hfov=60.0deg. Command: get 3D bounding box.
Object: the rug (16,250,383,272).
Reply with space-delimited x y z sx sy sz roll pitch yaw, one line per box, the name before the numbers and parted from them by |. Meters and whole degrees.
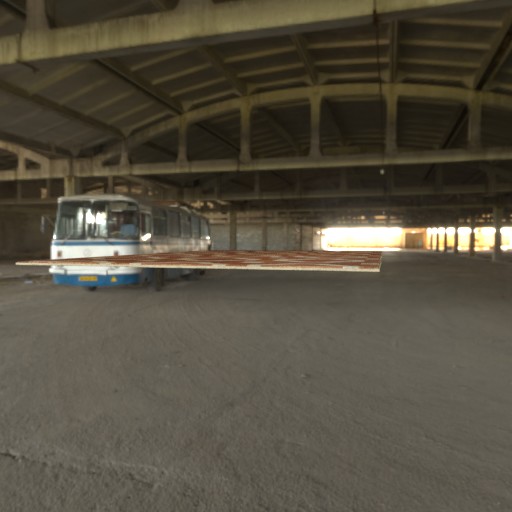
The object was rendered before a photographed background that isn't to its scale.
rug | 0.000 0.000 2.841 1.555 0.016 2.286 1 2 16
